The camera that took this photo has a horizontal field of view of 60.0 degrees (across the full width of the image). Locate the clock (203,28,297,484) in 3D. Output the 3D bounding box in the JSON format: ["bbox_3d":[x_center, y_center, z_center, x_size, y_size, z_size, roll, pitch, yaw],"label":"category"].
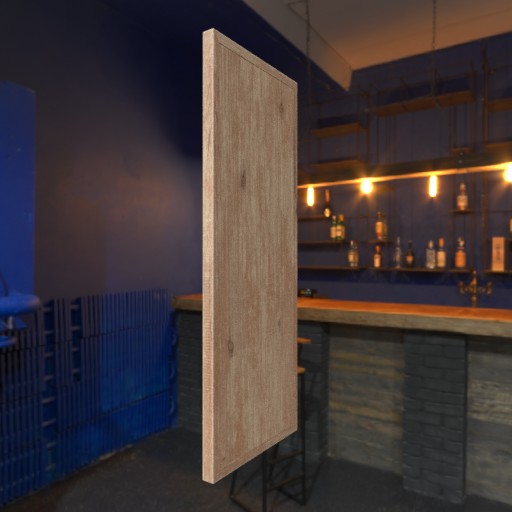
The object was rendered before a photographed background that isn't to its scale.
[{"bbox_3d":[0.000,0.000,1.094,0.030,0.965,0.361,0,0,35],"label":"clock"}]
